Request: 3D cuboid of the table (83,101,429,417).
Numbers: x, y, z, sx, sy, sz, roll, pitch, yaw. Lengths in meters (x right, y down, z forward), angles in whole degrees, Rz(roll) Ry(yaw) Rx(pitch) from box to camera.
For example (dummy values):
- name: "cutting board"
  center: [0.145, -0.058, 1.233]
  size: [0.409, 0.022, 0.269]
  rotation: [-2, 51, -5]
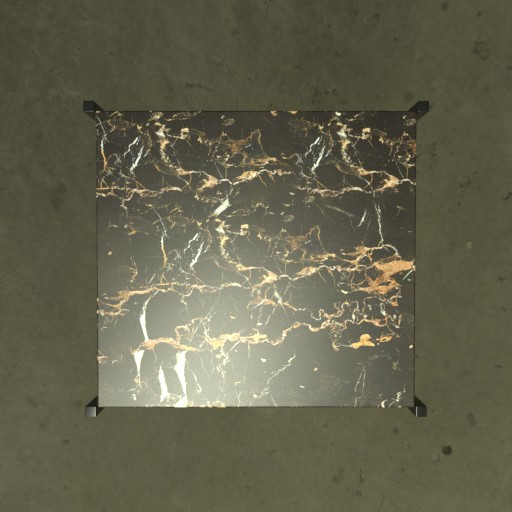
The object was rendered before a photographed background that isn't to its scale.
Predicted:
- name: "table"
  center: [0.000, 0.000, 0.870]
  size: [0.469, 0.534, 0.432]
  rotation: [0, 91, 0]
